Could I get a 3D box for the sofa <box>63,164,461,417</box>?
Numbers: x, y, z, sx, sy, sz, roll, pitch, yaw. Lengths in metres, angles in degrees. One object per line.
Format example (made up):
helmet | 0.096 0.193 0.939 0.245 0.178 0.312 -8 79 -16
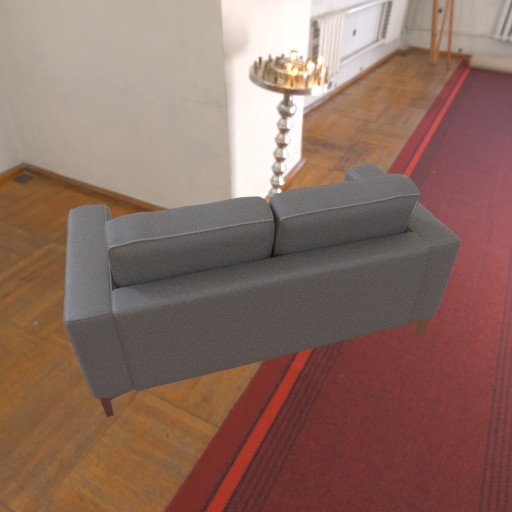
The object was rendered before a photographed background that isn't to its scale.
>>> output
sofa | 0.000 0.000 2.202 1.726 0.892 0.833 -11 40 -13
